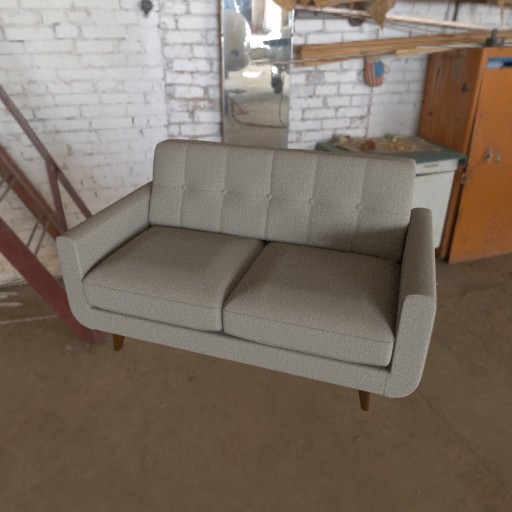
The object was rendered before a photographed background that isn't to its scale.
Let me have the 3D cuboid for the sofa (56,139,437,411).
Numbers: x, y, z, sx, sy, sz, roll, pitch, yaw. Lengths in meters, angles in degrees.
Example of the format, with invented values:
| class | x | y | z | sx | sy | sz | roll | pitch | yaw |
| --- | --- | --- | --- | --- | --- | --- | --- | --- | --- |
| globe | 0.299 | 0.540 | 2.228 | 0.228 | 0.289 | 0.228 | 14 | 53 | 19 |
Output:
| class | x | y | z | sx | sy | sz | roll | pitch | yaw |
| --- | --- | --- | --- | --- | --- | --- | --- | --- | --- |
| sofa | 0.000 | 0.000 | 2.235 | 1.651 | 0.925 | 0.952 | 9 | 29 | 16 |
